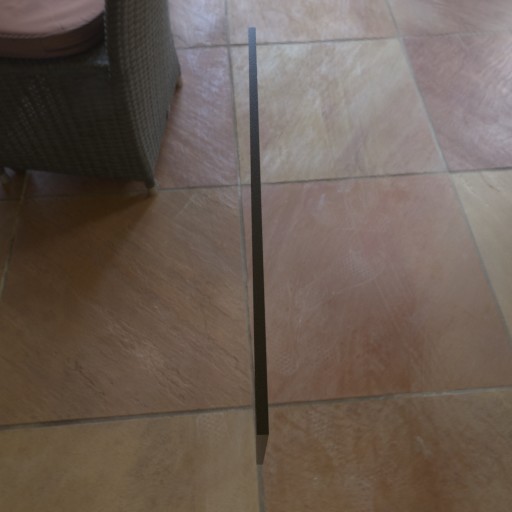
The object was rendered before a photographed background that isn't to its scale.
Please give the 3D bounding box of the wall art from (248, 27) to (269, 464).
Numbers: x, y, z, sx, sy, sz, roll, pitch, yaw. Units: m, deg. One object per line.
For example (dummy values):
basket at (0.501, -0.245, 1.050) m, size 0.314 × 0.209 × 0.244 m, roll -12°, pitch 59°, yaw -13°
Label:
wall art at (0.000, 0.000, 0.806) m, size 0.013 × 0.447 × 0.660 m, roll -1°, pitch 61°, yaw -1°
